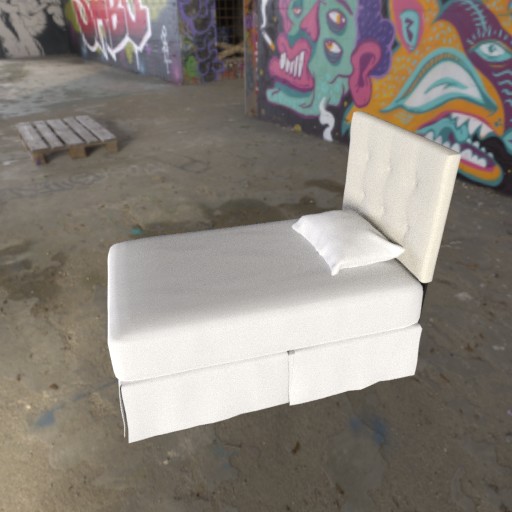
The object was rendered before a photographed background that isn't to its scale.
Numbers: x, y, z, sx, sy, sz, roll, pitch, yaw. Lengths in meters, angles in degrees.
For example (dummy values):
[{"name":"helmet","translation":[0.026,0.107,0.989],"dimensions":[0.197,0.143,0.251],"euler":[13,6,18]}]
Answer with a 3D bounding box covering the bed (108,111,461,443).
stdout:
[{"name":"bed","translation":[0.000,0.000,2.979],"dimensions":[1.997,1.571,1.261],"euler":[-8,31,-14]}]
